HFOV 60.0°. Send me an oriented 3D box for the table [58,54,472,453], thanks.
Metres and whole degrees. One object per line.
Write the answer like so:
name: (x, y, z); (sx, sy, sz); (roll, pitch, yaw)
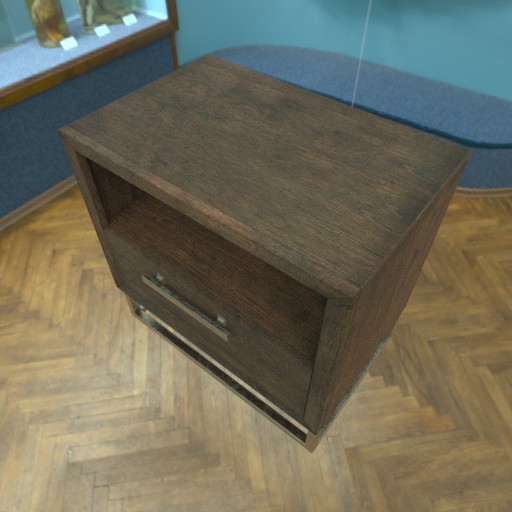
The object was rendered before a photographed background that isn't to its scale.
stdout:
table: (0.000, 0.000, 1.247); (0.767, 0.746, 0.542); (30, 55, 25)
